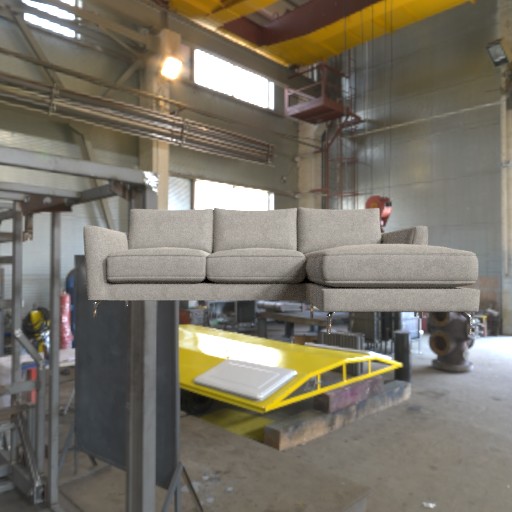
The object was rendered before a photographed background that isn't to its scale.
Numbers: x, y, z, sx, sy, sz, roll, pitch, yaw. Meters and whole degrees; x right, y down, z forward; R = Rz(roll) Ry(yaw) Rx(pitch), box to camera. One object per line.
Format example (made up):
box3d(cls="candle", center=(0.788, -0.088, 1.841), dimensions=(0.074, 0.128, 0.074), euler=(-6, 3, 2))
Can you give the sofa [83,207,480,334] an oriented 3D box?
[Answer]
box3d(cls="sofa", center=(0.000, 0.000, 3.146), dimensions=(2.438, 0.864, 1.626), euler=(0, -1, 0))
